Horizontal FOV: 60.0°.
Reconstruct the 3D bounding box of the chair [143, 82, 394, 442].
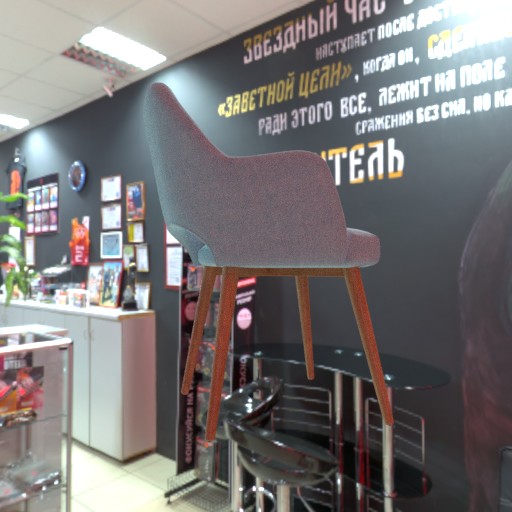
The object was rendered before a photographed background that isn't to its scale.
[{"bbox_3d":[0.000,0.000,1.235,0.610,0.840,0.590,0,-1,-18],"label":"chair"}]
